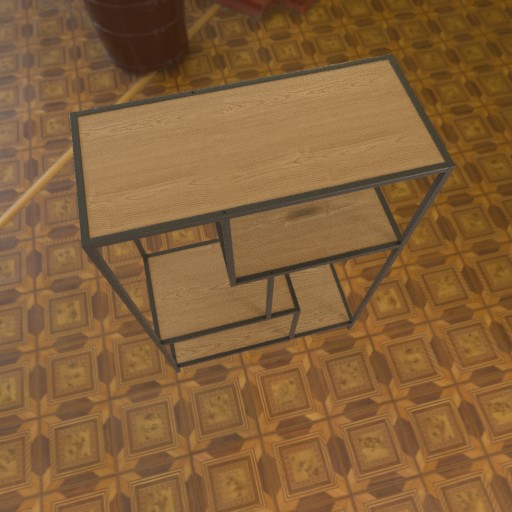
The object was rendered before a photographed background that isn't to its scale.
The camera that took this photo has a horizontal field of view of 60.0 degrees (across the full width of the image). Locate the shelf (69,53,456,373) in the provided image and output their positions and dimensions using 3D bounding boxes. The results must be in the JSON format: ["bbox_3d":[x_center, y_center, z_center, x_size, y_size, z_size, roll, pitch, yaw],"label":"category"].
[{"bbox_3d":[0.000,0.000,1.465,0.770,1.138,0.350,-13,64,-6],"label":"shelf"}]
